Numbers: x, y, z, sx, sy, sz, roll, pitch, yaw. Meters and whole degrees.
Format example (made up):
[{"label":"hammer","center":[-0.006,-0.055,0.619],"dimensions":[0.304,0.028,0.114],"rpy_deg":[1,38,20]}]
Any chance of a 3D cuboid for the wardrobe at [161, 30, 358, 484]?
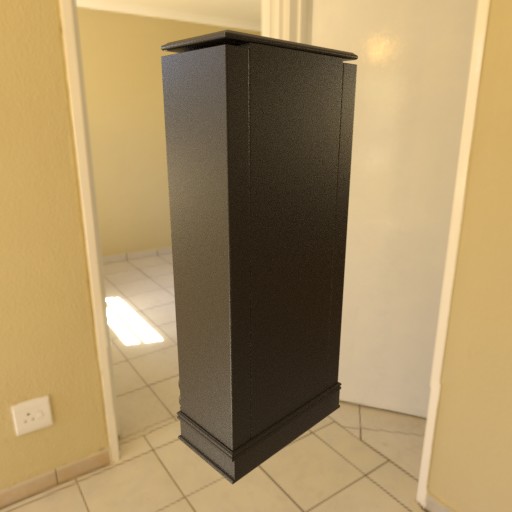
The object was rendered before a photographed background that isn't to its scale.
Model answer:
[{"label":"wardrobe","center":[0.000,0.000,1.187],"dimensions":[0.444,1.011,0.295],"rpy_deg":[-16,23,-42]}]
